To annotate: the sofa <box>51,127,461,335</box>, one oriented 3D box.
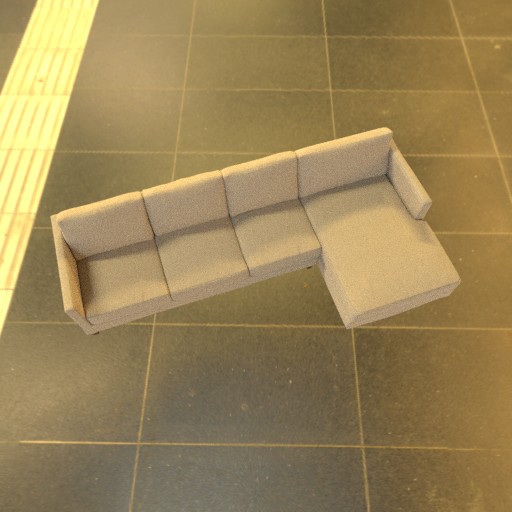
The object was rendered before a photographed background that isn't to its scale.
[{"bbox_3d":[0.000,0.000,3.875,3.186,0.861,1.625,-17,63,-9],"label":"sofa"}]
